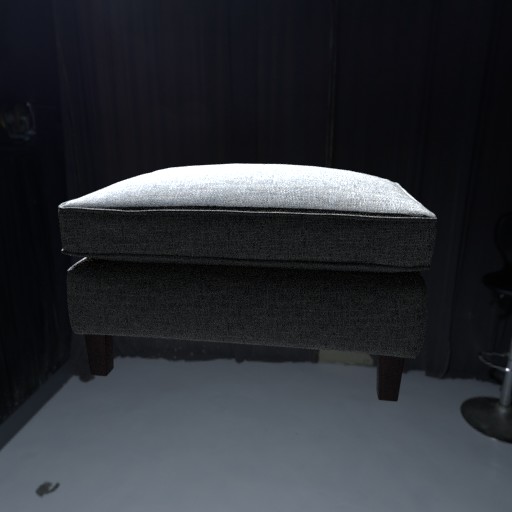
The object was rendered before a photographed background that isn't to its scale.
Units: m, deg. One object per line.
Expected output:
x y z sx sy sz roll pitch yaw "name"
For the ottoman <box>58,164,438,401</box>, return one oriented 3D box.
0.000 0.000 1.011 0.686 0.406 0.508 2 17 8 "ottoman"
